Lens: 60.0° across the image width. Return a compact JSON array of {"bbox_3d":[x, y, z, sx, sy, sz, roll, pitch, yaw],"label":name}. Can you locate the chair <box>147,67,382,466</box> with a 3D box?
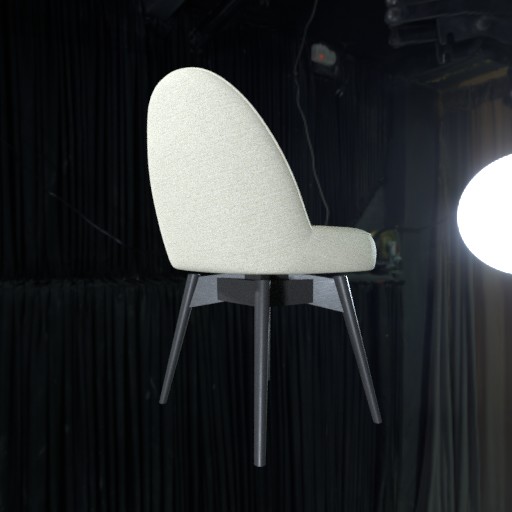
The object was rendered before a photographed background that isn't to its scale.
[{"bbox_3d":[0.000,0.000,1.171,0.540,0.838,0.532,-1,1,-37],"label":"chair"}]
